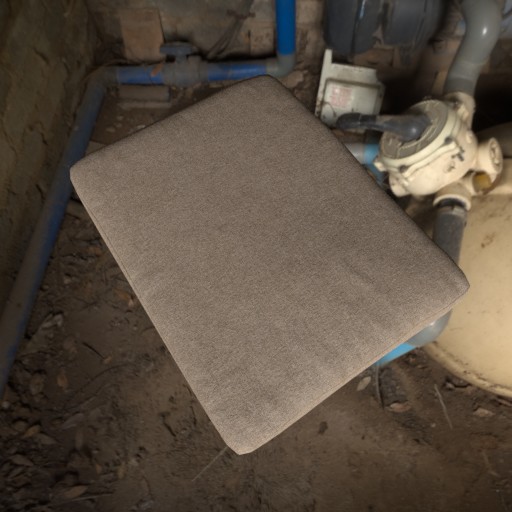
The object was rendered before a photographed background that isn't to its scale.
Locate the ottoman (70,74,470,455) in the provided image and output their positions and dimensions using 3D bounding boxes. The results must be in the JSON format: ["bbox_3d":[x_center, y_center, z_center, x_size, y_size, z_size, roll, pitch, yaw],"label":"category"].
[{"bbox_3d":[0.000,0.000,1.307,0.692,0.511,0.889,-31,68,-14],"label":"ottoman"}]
